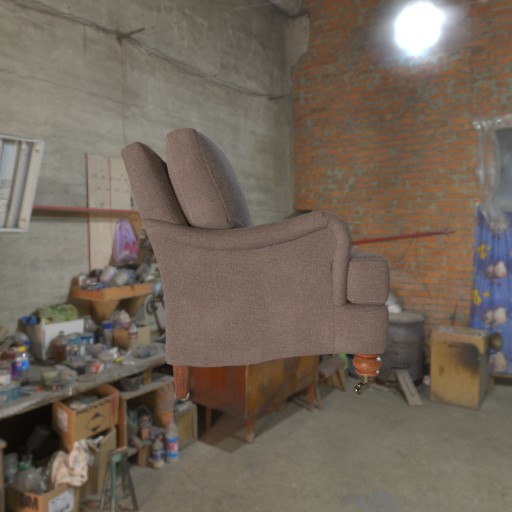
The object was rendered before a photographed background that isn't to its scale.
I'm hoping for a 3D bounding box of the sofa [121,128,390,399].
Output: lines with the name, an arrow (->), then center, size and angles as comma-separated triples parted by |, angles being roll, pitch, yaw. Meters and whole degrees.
sofa -> 0.000, 0.000, 2.629 | 1.084, 1.101, 1.853 | 0, 2, 0
